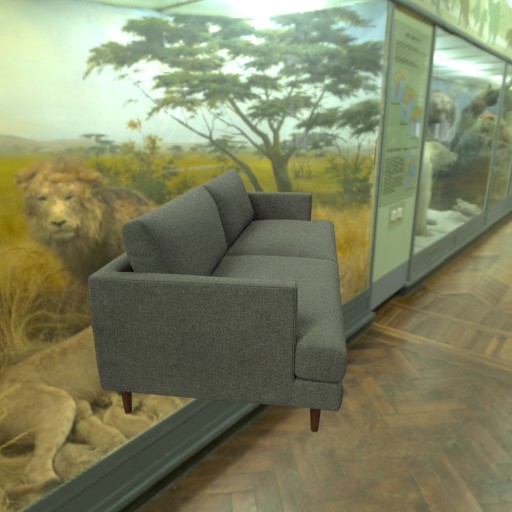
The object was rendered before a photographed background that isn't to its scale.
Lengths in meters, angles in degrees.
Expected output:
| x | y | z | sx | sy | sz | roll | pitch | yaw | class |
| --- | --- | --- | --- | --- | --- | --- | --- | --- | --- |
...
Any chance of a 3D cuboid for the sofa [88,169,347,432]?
| x | y | z | sx | sy | sz | roll | pitch | yaw | class |
| --- | --- | --- | --- | --- | --- | --- | --- | --- | --- |
| 0.000 | 0.000 | 2.768 | 1.020 | 0.868 | 2.250 | 2 | 17 | 8 | sofa |
